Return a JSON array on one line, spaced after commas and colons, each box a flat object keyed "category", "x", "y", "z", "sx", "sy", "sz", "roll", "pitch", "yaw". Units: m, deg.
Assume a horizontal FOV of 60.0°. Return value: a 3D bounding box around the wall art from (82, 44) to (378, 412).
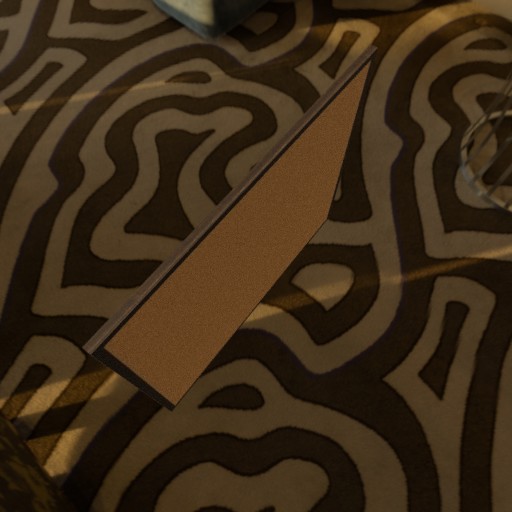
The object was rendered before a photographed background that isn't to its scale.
[{"category": "wall art", "x": 0.000, "y": 0.000, "z": 1.396, "sx": 0.023, "sy": 0.875, "sz": 1.033, "roll": 35, "pitch": 69, "yaw": 15}]
